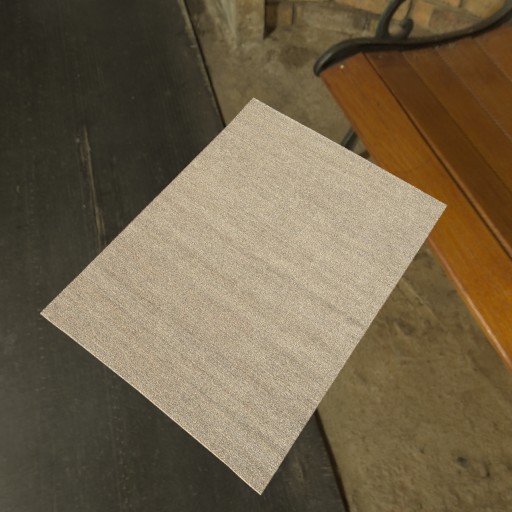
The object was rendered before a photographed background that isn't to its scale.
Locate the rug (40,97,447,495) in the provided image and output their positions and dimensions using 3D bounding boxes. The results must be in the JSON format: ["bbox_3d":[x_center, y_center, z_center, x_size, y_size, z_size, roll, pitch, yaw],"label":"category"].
[{"bbox_3d":[0.000,0.000,4.752,2.757,0.051,3.626,34,69,15],"label":"rug"}]
